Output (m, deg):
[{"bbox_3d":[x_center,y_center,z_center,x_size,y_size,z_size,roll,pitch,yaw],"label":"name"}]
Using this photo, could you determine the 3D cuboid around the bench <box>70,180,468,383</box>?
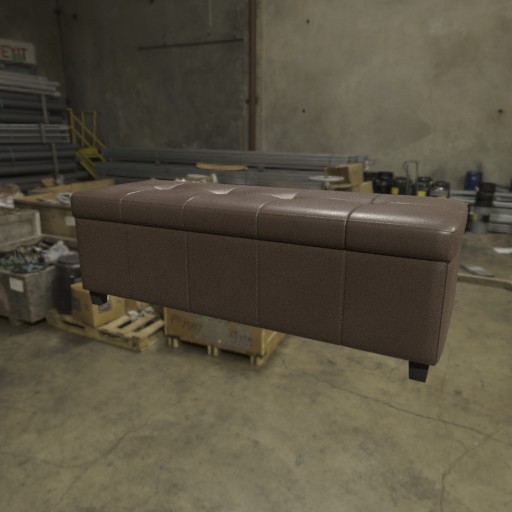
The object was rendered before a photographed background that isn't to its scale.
[{"bbox_3d":[0.000,0.000,1.463,1.219,0.417,0.450,8,18,26],"label":"bench"}]
